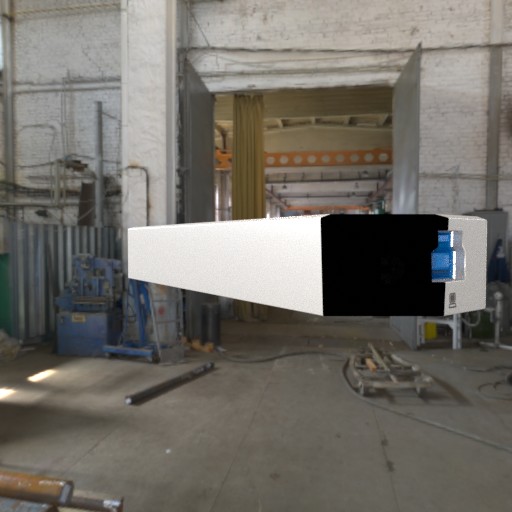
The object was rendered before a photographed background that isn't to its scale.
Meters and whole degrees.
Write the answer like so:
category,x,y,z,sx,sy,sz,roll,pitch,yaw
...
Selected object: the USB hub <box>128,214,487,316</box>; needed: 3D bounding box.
category,x,y,z,sx,sy,sz,roll,pitch,yaw
USB hub,0.000,0.000,0.158,0.044,0.023,0.145,-1,2,-36
